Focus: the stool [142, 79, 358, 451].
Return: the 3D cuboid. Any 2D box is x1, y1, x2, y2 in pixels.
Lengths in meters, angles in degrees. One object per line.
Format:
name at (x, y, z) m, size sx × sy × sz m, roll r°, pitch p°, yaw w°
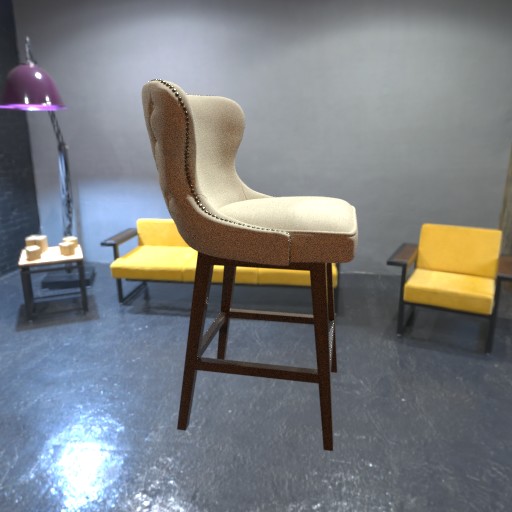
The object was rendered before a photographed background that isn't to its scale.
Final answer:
stool at (0.000, 0.000, 1.362) m, size 0.597 × 0.972 × 0.615 m, roll 3°, pitch 16°, yaw 11°
